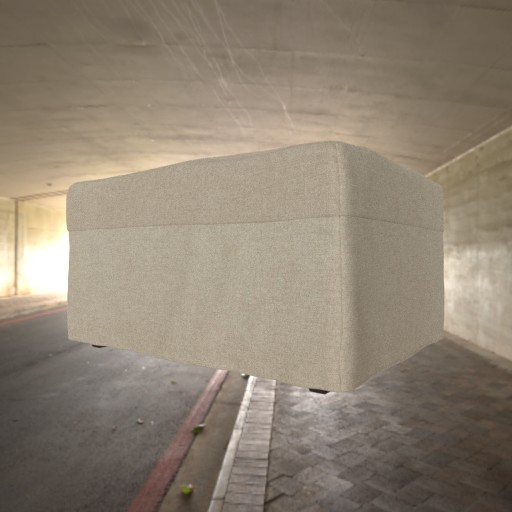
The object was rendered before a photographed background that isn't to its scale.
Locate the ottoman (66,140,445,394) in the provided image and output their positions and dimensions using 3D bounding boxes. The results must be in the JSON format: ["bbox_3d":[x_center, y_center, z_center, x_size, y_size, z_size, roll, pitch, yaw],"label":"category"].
[{"bbox_3d":[0.000,0.000,1.211,0.833,0.485,0.650,0,0,36],"label":"ottoman"}]
